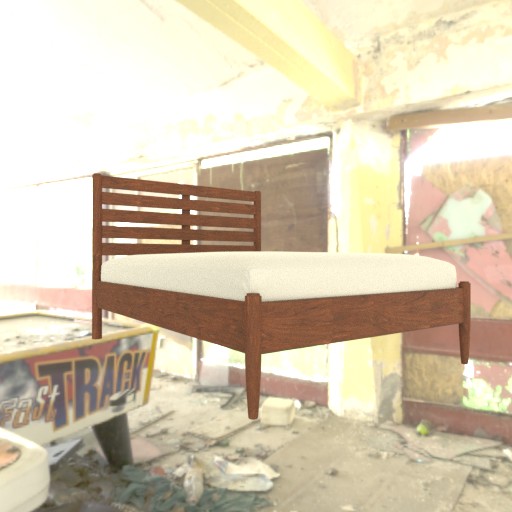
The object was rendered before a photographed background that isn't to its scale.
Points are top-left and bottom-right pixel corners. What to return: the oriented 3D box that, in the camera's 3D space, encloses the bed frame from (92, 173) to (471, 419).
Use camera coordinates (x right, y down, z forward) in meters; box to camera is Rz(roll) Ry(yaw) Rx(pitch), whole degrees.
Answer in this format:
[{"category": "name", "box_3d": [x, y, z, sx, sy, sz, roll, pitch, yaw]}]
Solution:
[{"category": "bed frame", "box_3d": [0.000, 0.000, 3.128, 1.655, 1.321, 2.234, 0, 0, -36]}]
